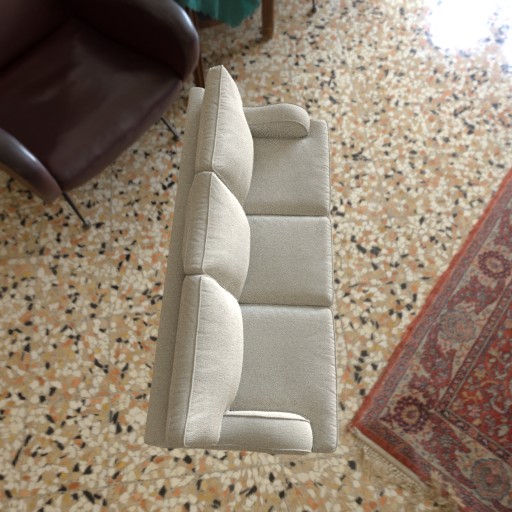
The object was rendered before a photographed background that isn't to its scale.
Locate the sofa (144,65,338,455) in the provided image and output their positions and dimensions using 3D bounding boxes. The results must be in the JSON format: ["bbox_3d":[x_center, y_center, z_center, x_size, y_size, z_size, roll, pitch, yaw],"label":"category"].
[{"bbox_3d":[0.000,0.000,2.860,1.016,0.991,2.323,2,66,1],"label":"sofa"}]
